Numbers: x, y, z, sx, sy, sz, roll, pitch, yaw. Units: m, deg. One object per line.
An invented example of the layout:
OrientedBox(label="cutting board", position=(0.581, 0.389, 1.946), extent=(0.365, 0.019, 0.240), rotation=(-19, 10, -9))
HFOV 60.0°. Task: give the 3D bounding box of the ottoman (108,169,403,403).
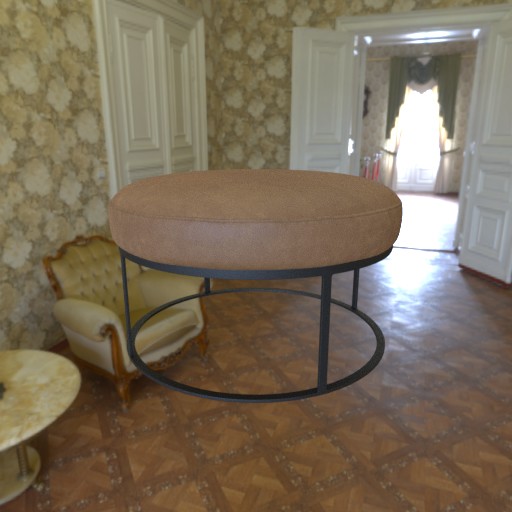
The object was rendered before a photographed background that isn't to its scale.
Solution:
OrientedBox(label="ottoman", position=(0.000, 0.000, 1.253), extent=(0.771, 0.460, 0.771), rotation=(0, 15, 0))
